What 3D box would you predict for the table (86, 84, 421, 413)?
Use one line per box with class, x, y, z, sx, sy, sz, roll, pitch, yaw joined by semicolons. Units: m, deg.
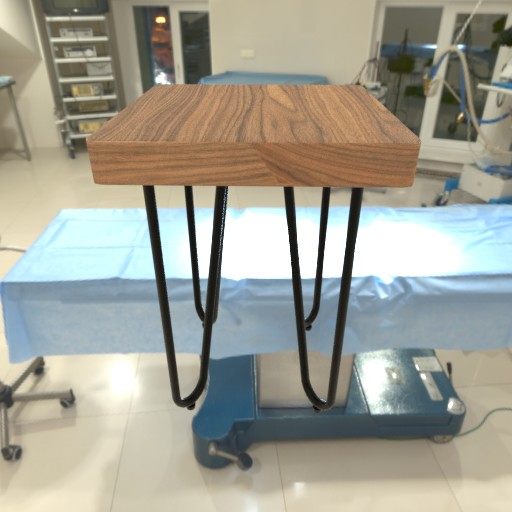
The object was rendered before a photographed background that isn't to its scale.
table;0.000;0.000;0.981;0.479;0.641;0.480;1;30;1
